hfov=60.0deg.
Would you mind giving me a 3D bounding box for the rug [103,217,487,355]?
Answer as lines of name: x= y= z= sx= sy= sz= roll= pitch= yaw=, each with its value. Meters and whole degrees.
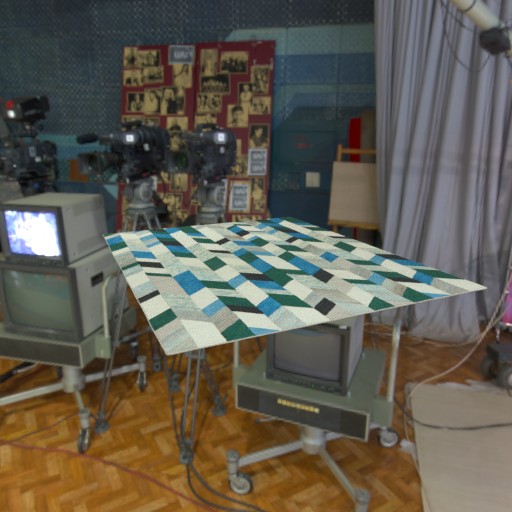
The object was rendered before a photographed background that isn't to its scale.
rug: x=0.000 y=0.000 z=4.157 sx=2.440 sy=0.008 sz=3.036 roll=-7 pitch=18 yaw=-24
